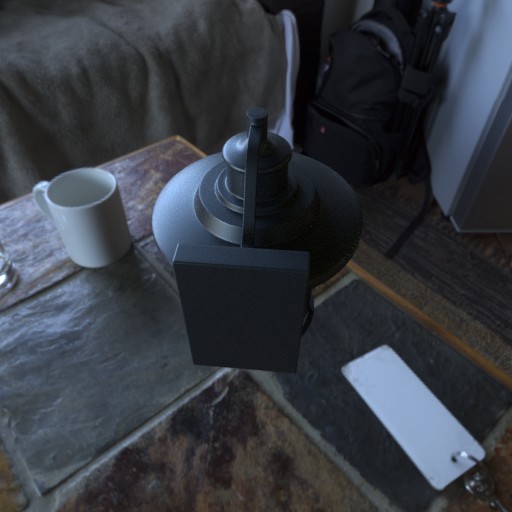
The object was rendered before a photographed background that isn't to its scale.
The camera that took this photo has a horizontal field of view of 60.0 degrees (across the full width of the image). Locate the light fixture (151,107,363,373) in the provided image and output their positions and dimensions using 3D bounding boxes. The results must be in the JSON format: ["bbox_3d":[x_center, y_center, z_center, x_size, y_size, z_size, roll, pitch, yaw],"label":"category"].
[{"bbox_3d":[0.000,0.000,0.507,0.222,0.345,0.252,4,47,4],"label":"light fixture"}]
